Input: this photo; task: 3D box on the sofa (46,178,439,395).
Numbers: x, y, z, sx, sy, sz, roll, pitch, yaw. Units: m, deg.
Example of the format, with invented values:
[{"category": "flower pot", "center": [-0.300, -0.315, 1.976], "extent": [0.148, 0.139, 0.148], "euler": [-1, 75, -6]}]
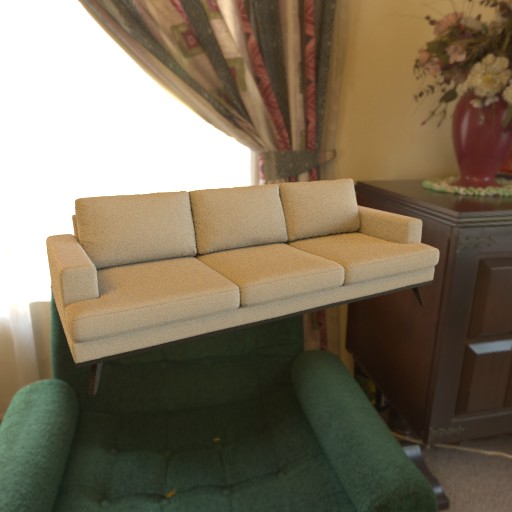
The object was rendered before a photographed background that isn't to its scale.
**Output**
[{"category": "sofa", "center": [0.000, 0.000, 2.777], "extent": [2.310, 0.810, 0.920], "euler": [-9, 18, -28]}]
